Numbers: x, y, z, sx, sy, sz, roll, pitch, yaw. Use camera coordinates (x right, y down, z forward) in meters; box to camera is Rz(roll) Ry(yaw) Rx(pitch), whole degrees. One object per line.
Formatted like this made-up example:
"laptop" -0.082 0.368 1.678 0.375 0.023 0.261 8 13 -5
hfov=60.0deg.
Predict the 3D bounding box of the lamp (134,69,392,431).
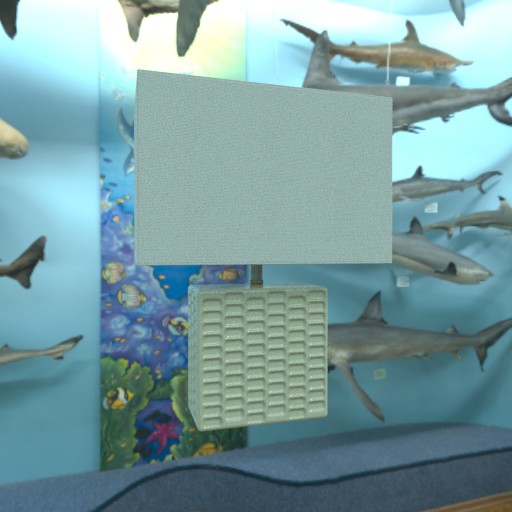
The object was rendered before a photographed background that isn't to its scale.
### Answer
"lamp" 0.000 0.000 0.726 0.380 0.515 0.200 0 1 -16
